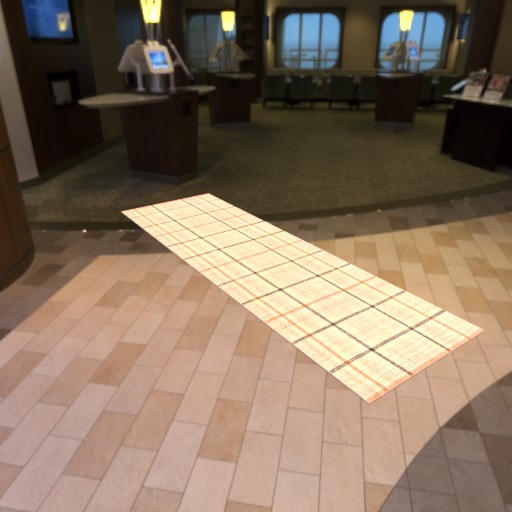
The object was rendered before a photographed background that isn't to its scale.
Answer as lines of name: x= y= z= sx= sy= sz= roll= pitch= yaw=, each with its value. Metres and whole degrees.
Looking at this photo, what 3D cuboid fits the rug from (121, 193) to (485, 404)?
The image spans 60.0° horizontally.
rug: x=0.000 y=0.000 z=2.670 sx=0.762 sy=0.008 sz=2.439 roll=-17 pitch=31 yaw=-32
